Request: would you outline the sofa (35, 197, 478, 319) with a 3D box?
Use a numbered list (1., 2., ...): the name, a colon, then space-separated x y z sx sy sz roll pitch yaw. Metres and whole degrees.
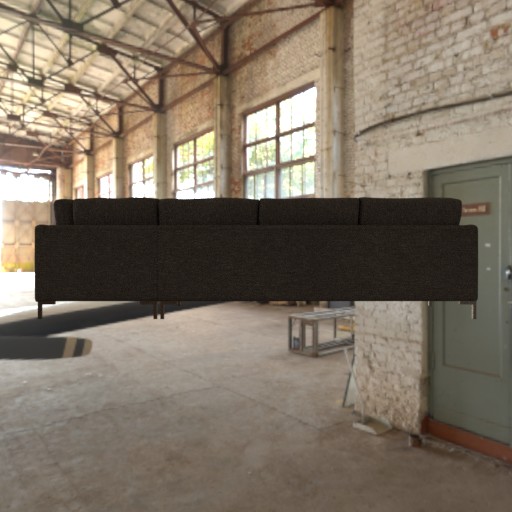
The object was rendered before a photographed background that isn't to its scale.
1. sofa: 0.000 0.000 3.871 2.949 0.815 2.007 0 0 0
